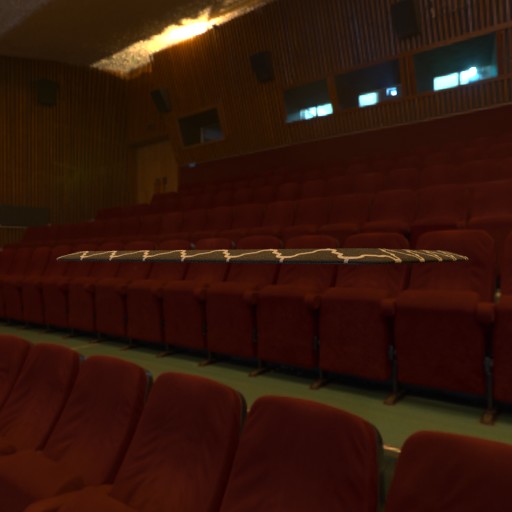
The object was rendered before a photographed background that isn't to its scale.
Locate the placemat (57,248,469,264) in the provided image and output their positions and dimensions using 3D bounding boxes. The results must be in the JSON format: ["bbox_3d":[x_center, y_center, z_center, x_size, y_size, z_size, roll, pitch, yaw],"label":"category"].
[{"bbox_3d":[0.000,0.000,0.959,0.762,0.021,0.508,0,0,37],"label":"placemat"}]
